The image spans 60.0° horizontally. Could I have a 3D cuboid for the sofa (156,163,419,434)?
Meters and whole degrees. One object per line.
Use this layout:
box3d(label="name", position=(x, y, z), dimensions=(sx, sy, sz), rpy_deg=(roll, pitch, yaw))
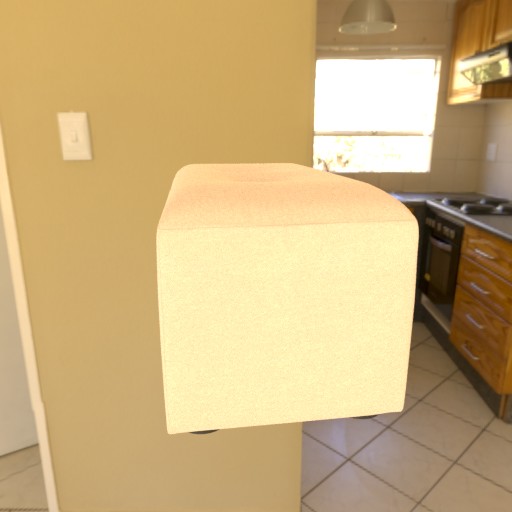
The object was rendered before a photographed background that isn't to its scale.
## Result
box3d(label="sofa", position=(0.000, 0.000, 1.231), dimensions=(0.480, 0.470, 0.930), rpy_deg=(-2, 15, -8))
